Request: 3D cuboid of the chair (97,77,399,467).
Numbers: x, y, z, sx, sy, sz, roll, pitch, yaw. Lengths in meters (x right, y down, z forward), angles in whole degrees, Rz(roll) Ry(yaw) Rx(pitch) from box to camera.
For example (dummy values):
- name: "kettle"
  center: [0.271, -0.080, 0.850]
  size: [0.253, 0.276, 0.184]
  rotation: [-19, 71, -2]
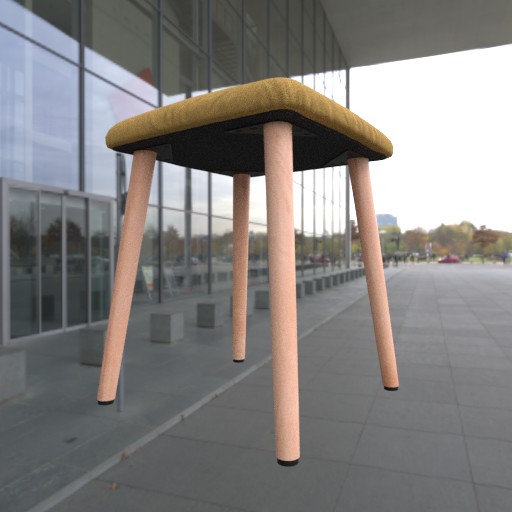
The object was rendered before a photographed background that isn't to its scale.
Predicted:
- name: "chair"
  center: [0.000, 0.000, 0.695]
  size: [0.350, 0.440, 0.350]
  rotation: [0, 0, 36]
